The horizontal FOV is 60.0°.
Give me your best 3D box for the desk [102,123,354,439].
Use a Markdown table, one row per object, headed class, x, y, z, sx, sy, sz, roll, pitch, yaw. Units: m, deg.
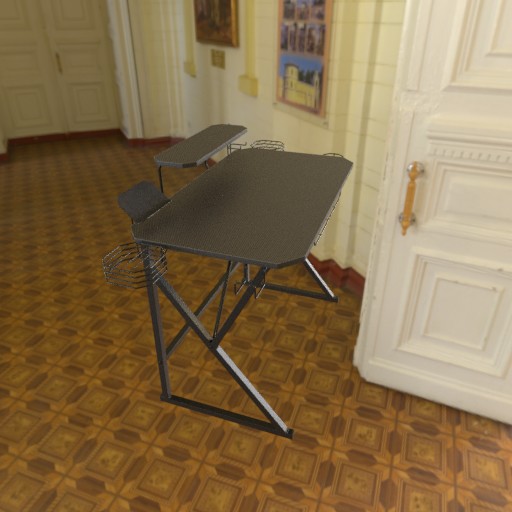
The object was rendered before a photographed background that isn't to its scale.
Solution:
| class | x | y | z | sx | sy | sz | roll | pitch | yaw |
| --- | --- | --- | --- | --- | --- | --- | --- | --- | --- |
| desk | 0.000 | 0.000 | 1.758 | 0.580 | 0.880 | 1.290 | 10 | 31 | 17 |
